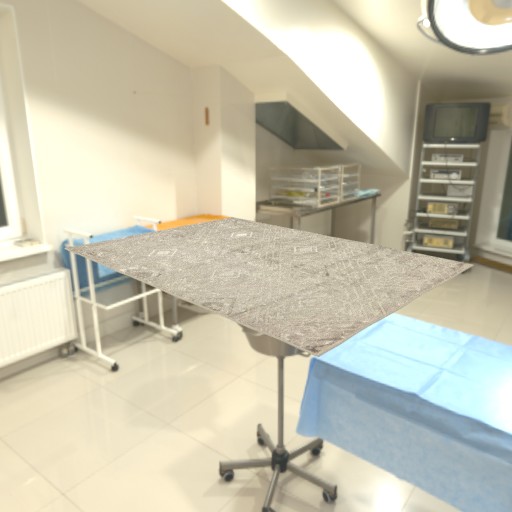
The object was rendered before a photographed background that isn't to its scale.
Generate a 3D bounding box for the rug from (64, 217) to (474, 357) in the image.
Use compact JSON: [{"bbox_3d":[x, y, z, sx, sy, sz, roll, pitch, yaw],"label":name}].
[{"bbox_3d":[0.000,0.000,4.454,3.359,0.020,2.448,15,22,42],"label":"rug"}]
